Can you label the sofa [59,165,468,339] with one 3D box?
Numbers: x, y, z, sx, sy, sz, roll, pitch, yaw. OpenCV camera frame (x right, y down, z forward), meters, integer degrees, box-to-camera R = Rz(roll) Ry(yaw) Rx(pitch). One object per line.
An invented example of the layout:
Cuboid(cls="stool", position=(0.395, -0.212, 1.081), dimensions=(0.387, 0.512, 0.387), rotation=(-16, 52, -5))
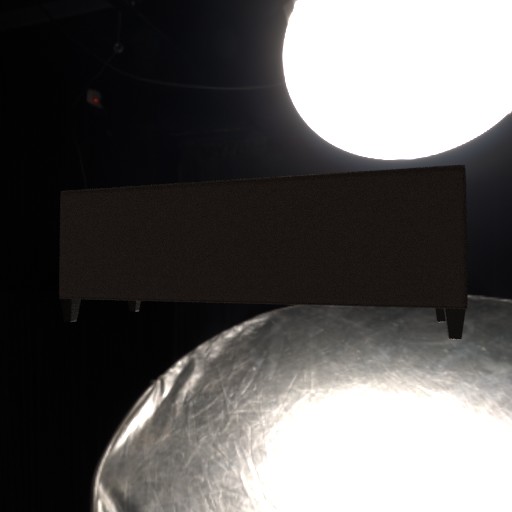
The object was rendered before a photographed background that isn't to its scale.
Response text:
Cuboid(cls="sofa", position=(0.000, 0.000, 2.598), dimensions=(2.159, 0.762, 0.775), rotation=(-1, -2, 18))
